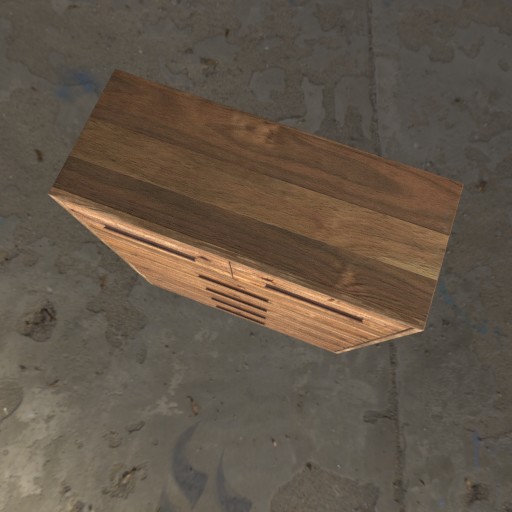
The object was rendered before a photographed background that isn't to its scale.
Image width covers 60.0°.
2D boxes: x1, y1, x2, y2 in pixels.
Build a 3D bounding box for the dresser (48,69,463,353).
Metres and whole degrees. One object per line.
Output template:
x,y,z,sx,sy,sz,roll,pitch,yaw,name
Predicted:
0.000,0.000,1.891,1.062,1.393,0.442,20,76,5,dresser
